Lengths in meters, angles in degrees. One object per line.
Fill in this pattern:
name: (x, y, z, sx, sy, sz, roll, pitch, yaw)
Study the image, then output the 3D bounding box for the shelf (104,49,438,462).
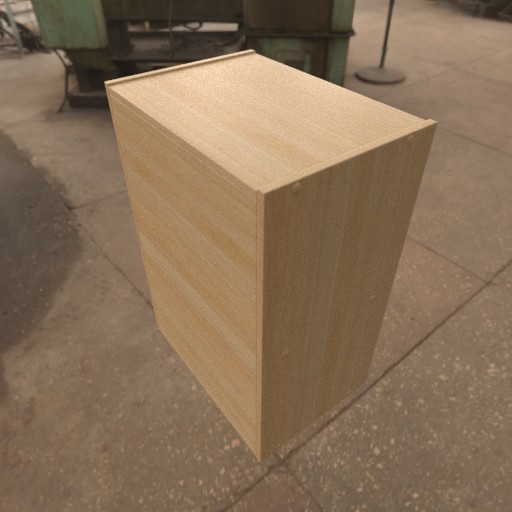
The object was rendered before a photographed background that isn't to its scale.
shelf: (0.000, 0.000, 0.832, 0.290, 0.592, 0.414, -26, 47, -27)
